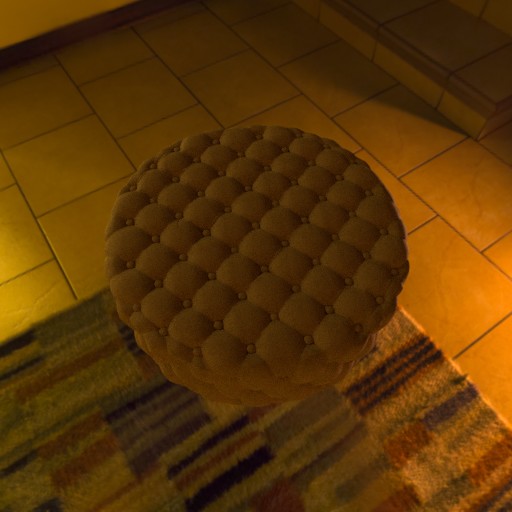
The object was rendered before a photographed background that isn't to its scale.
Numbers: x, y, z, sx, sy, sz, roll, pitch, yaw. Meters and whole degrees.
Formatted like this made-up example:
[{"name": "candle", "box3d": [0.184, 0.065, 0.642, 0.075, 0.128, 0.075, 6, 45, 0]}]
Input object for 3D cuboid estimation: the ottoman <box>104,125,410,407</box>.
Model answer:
[{"name": "ottoman", "box3d": [0.000, 0.000, 1.572, 0.998, 0.399, 0.998, 0, 58, 0]}]
